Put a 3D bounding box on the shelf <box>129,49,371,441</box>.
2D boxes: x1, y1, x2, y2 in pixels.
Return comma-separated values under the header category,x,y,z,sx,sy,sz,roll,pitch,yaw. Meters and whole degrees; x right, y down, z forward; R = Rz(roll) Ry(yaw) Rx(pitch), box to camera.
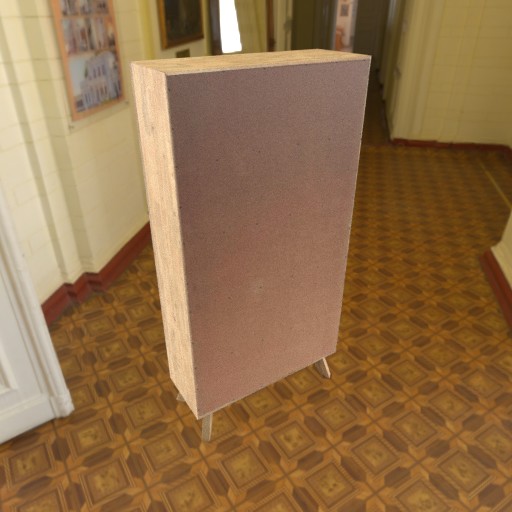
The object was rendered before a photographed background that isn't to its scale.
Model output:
category,x,y,z,sx,sy,sz,roll,pitch,yaw
shelf,0.000,0.000,1.796,0.748,1.471,0.308,-18,34,-28
